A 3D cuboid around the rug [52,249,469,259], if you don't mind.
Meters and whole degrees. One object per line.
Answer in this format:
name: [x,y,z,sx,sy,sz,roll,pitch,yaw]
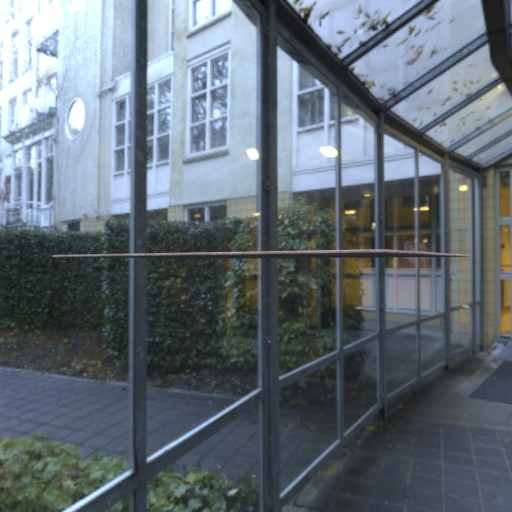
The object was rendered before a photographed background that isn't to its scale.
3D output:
rug: [0.000,0.000,3.023,2.390,0.015,1.609,-1,-1,36]
